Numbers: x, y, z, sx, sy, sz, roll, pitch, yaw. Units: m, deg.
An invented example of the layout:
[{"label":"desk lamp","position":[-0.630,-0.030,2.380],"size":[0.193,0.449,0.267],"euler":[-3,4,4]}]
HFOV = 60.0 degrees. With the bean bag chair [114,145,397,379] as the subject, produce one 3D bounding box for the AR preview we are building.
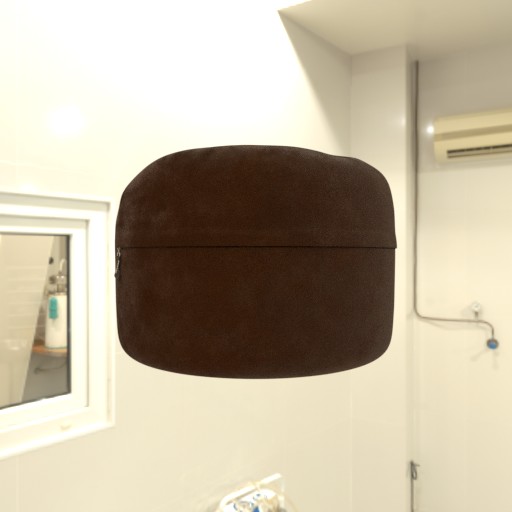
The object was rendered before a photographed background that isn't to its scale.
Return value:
[{"label":"bean bag chair","position":[0.000,0.000,1.507],"size":[0.918,0.616,0.918],"euler":[0,0,0]}]
